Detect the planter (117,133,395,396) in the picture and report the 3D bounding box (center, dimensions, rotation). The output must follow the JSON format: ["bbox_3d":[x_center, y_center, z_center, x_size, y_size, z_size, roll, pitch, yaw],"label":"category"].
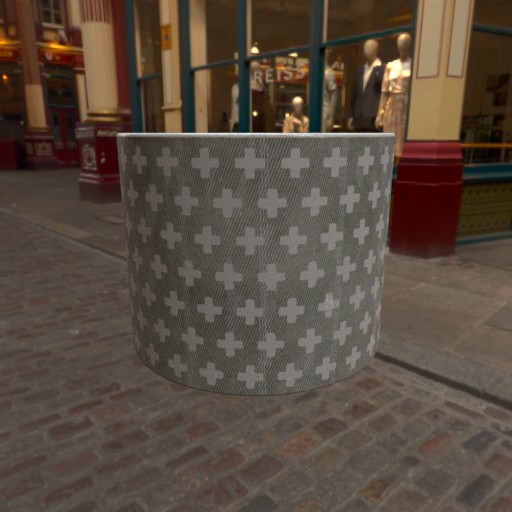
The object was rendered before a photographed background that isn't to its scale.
[{"bbox_3d":[0.000,0.000,0.447,0.250,0.239,0.250,0,15,0],"label":"planter"}]
